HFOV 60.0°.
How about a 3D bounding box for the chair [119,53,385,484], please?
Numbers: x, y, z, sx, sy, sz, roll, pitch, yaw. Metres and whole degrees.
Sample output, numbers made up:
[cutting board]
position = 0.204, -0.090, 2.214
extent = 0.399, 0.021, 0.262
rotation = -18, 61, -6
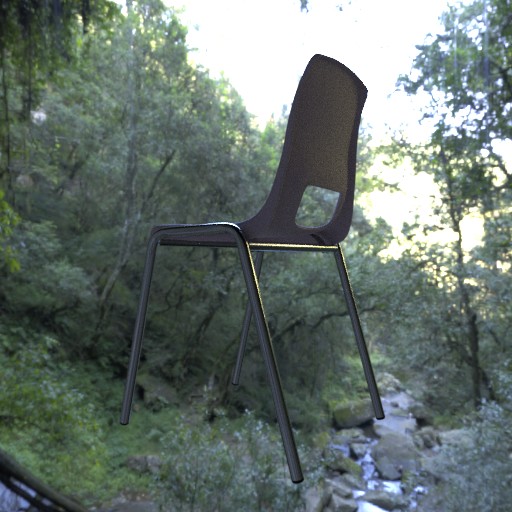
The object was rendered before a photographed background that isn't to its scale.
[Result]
[chair]
position = 0.000, 0.000, 0.945
extent = 0.436, 0.704, 0.381
rotation = 0, 0, 37
